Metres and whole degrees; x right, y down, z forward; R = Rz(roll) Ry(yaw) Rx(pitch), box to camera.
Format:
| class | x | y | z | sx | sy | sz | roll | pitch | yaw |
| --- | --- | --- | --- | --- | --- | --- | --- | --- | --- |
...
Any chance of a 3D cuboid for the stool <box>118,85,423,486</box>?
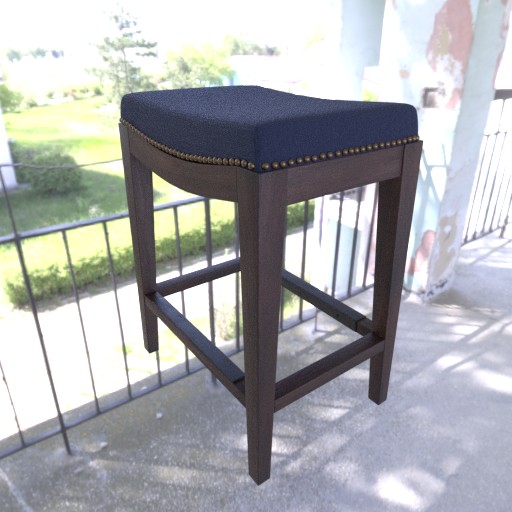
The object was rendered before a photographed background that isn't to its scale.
| class | x | y | z | sx | sy | sz | roll | pitch | yaw |
| --- | --- | --- | --- | --- | --- | --- | --- | --- | --- |
| stool | 0.000 | 0.000 | 0.943 | 0.361 | 0.642 | 0.500 | -18 | 31 | -32 |
